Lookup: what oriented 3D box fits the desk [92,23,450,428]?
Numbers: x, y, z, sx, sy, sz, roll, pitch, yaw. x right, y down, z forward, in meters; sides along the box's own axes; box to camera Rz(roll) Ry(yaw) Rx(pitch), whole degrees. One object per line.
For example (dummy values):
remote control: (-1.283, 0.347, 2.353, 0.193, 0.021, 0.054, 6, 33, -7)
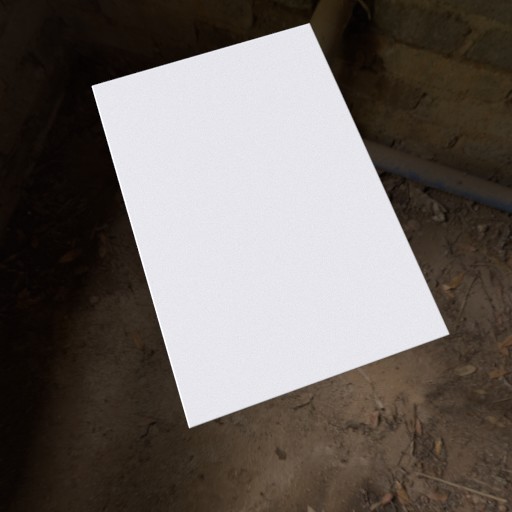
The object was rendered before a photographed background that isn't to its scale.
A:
desk: (0.000, 0.000, 1.066, 0.404, 0.730, 0.600, -18, 76, -5)
